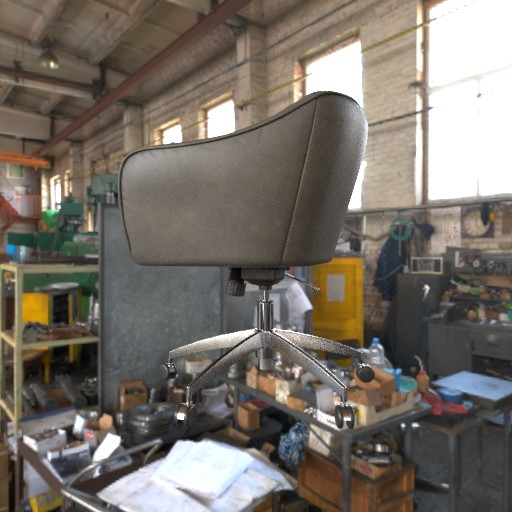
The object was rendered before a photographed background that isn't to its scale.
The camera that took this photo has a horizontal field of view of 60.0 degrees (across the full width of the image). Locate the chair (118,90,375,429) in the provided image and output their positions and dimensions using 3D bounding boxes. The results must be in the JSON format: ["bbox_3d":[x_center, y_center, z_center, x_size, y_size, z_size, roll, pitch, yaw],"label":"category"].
[{"bbox_3d":[0.000,0.000,1.365,0.689,0.827,0.713,0,1,19],"label":"chair"}]
